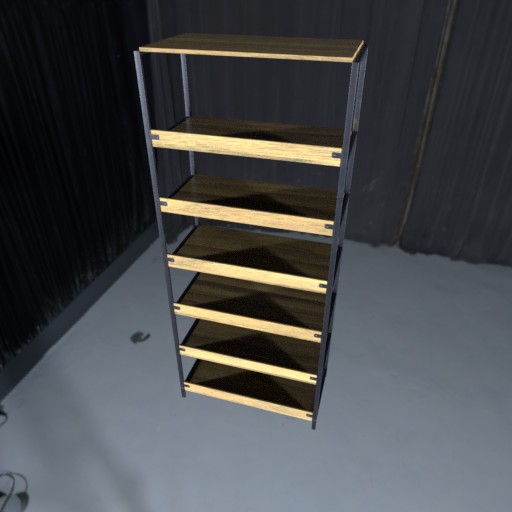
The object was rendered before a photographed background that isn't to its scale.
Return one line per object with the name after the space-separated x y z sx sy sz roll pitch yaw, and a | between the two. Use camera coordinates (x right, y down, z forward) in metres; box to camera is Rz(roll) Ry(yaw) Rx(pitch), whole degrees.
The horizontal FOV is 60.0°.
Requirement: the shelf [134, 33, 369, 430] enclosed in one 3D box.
0.000 0.000 2.310 0.847 2.015 0.431 9 35 14 | shelf
